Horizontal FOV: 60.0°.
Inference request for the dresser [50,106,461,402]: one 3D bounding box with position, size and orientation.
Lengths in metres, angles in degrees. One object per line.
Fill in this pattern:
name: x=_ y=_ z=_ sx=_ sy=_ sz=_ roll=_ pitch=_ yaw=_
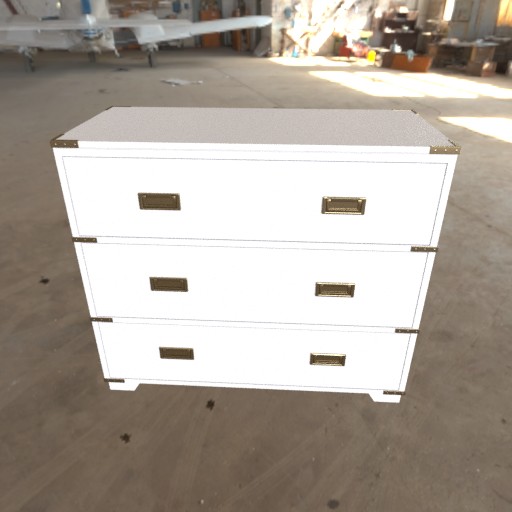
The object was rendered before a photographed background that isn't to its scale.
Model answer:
dresser: x=0.000 y=0.000 z=1.513 sx=1.022 sy=0.891 sz=0.460 roll=2 pitch=29 yaw=3
